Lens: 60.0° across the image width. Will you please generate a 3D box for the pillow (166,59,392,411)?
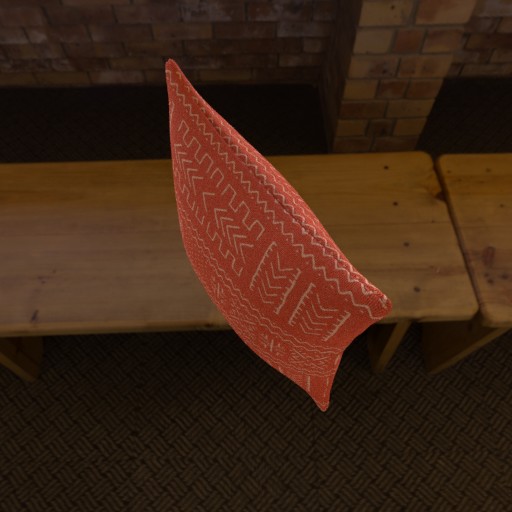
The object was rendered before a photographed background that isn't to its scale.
[{"bbox_3d":[0.000,0.000,0.672,0.164,0.429,0.438,-30,64,-16],"label":"pillow"}]
